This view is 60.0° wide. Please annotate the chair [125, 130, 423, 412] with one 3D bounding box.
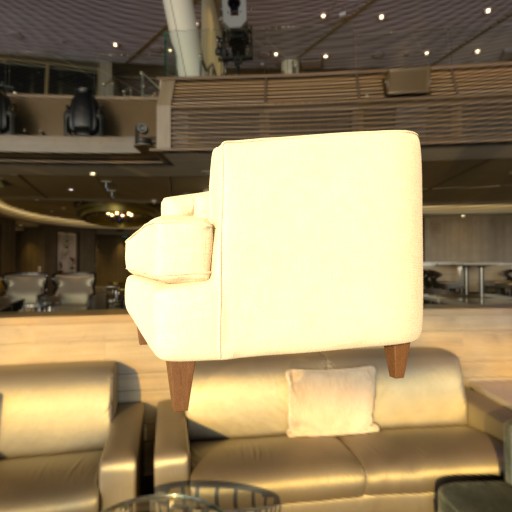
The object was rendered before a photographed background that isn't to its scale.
[{"bbox_3d":[0.000,0.000,1.691,0.914,0.787,1.118,0,-1,-20],"label":"chair"}]
